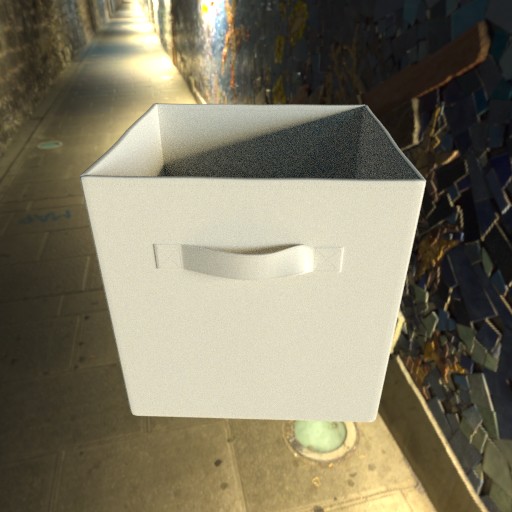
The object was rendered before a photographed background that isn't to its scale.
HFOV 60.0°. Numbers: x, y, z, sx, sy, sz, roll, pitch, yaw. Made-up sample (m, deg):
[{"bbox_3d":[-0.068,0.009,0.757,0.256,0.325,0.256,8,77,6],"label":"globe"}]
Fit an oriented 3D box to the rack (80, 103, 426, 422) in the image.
[{"bbox_3d":[0.000,0.000,0.509,0.270,0.280,0.270,1,31,2],"label":"rack"}]
